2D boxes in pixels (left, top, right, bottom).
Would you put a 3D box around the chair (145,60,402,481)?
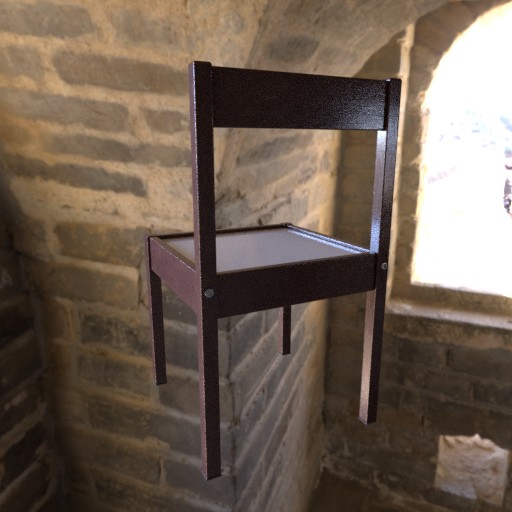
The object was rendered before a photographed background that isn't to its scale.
[{"bbox_3d":[0.000,0.000,0.696,0.285,0.505,0.285,-7,16,-26],"label":"chair"}]
